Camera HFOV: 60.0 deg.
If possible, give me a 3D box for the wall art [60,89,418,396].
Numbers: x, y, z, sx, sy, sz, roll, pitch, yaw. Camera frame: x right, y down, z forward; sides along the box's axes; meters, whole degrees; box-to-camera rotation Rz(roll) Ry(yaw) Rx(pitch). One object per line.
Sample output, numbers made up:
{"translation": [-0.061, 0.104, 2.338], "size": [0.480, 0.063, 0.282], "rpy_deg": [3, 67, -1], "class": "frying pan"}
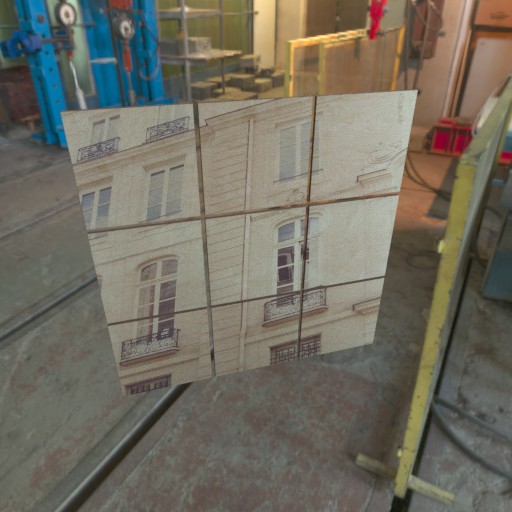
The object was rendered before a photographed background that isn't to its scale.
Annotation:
{"translation": [0.000, 0.000, 1.789], "size": [1.221, 1.218, 0.024], "rpy_deg": [-9, 32, -14], "class": "wall art"}
